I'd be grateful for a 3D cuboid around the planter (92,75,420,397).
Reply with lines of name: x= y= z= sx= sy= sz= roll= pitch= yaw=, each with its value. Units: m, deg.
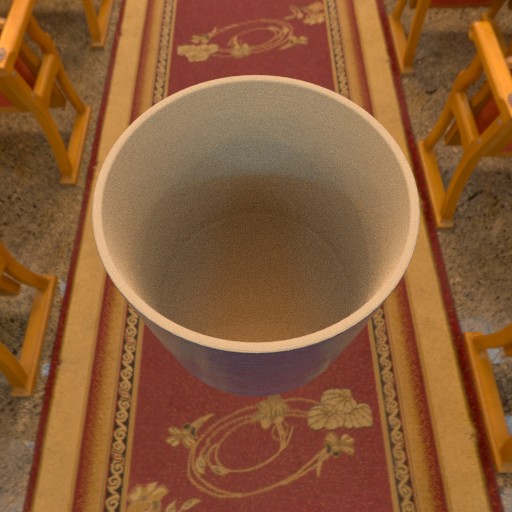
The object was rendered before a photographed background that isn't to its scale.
planter: x=0.000 y=0.000 z=0.393 sx=0.221 sy=0.201 sz=0.221 roll=0 pitch=64 yaw=0
